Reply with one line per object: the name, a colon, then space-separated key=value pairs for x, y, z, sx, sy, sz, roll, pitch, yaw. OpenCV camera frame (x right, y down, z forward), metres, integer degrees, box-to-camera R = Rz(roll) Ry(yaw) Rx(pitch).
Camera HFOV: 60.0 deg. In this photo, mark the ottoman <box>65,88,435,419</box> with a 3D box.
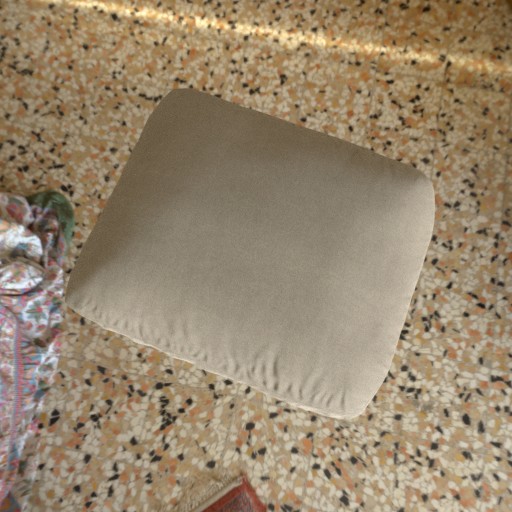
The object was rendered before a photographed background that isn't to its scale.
ottoman: x=0.000 y=0.000 z=1.076 sx=0.712 sy=0.480 sz=0.584 roll=21 pitch=76 yaw=6
